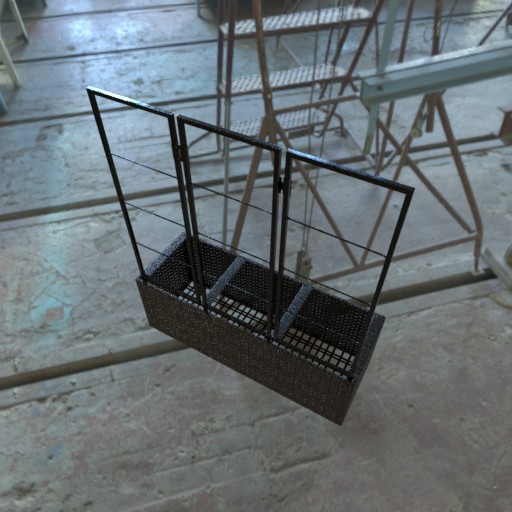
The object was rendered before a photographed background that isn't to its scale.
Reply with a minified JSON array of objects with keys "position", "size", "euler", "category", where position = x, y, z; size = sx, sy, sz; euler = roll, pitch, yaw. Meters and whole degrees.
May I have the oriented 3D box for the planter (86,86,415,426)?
[{"position":[0.000,0.000,1.151],"size":[0.699,0.841,0.244],"euler":[23,51,20],"category":"planter"}]
